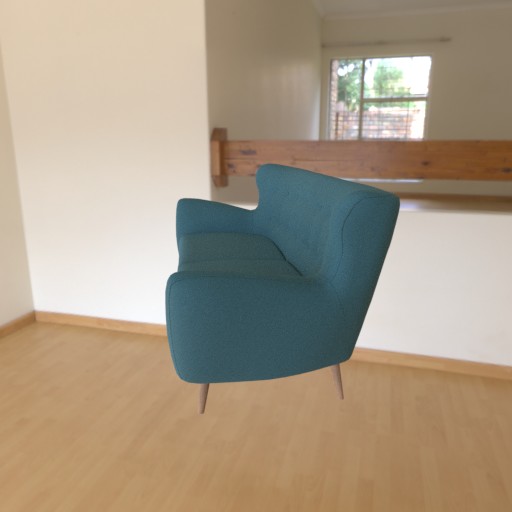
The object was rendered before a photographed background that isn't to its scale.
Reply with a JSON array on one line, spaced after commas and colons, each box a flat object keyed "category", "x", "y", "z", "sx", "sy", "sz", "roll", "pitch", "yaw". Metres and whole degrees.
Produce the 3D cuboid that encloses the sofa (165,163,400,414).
[{"category": "sofa", "x": 0.000, "y": 0.000, "z": 2.398, "sx": 0.889, "sy": 0.890, "sz": 1.930, "roll": -2, "pitch": 15, "yaw": -8}]
